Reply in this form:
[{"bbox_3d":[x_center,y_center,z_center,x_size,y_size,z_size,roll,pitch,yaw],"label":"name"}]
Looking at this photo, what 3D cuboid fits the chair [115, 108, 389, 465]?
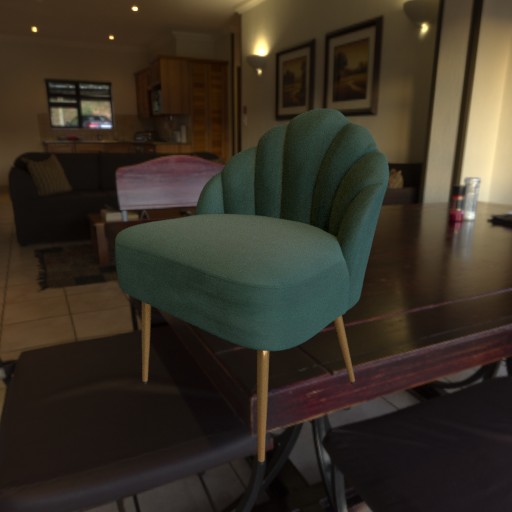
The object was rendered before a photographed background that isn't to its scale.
[{"bbox_3d":[0.000,0.000,1.257,0.657,0.819,0.599,14,21,43],"label":"chair"}]
